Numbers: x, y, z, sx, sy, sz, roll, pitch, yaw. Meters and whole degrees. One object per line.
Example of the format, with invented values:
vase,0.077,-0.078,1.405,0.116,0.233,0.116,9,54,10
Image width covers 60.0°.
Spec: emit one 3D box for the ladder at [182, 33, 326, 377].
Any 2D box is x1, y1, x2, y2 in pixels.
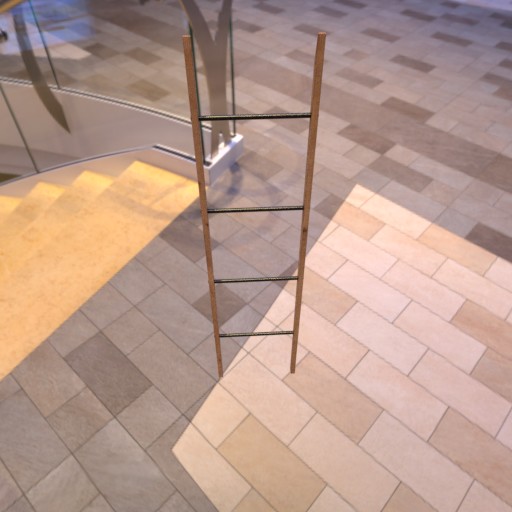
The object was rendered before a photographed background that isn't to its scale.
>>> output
ladder,0.000,0.000,1.951,0.442,1.805,0.200,-2,47,-2
